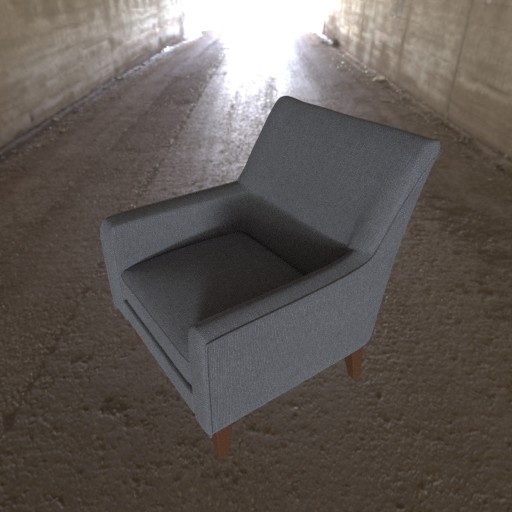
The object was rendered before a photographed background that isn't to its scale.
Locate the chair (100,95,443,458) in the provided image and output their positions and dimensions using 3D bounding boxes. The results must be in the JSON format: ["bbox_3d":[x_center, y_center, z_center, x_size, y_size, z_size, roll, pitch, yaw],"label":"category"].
[{"bbox_3d":[0.000,0.000,1.642,0.899,0.919,0.780,-21,38,-29],"label":"chair"}]
